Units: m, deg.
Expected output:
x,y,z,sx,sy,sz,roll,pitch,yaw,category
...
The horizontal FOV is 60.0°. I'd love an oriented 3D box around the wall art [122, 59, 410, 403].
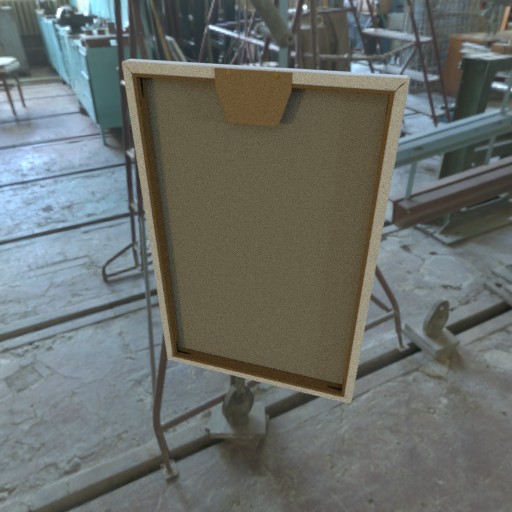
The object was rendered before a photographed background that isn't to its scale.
x,y,z,sx,sy,sz,roll,pitch,yaw,category
0.000,0.000,1.153,0.602,0.916,0.048,10,35,14,wall art
